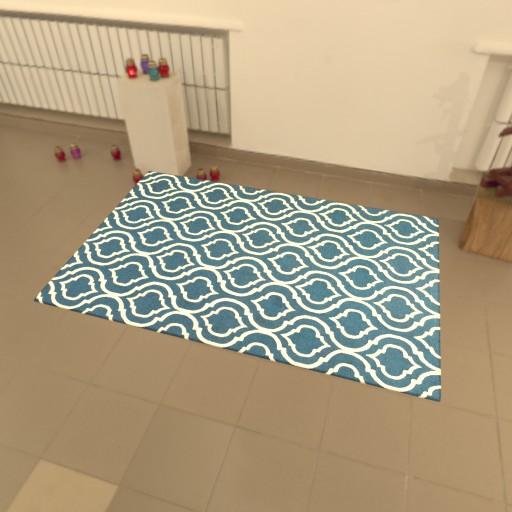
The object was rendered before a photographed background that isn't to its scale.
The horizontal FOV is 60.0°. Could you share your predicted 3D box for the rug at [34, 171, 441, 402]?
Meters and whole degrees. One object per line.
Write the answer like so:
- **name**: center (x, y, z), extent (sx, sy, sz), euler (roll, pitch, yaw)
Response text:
- **rug**: center (0.000, 0.000, 2.214), extent (1.753, 0.010, 1.143), euler (11, 43, 12)
